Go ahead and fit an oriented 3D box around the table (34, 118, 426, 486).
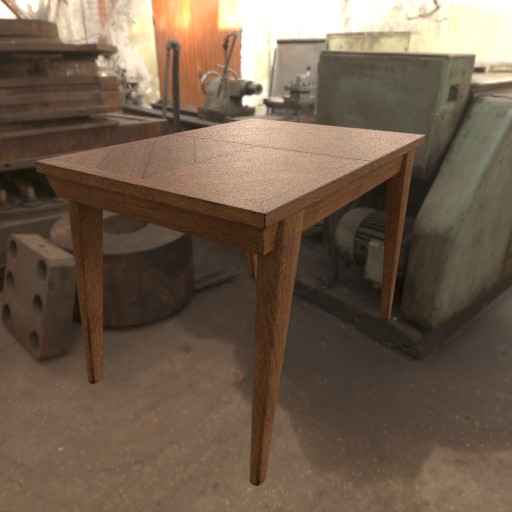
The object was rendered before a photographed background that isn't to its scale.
[{"bbox_3d":[0.000,0.000,1.552,0.757,0.760,1.027,16,29,31],"label":"table"}]
